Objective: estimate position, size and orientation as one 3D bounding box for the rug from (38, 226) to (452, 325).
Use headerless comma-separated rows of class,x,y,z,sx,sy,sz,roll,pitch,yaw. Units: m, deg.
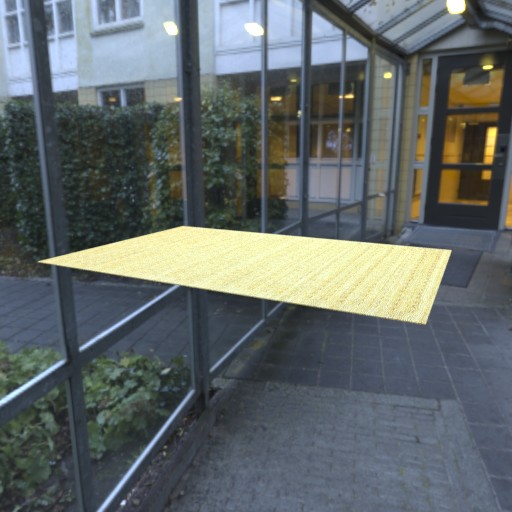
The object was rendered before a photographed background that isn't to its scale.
rug,0.000,0.000,2.930,2.286,0.006,1.524,7,15,26
